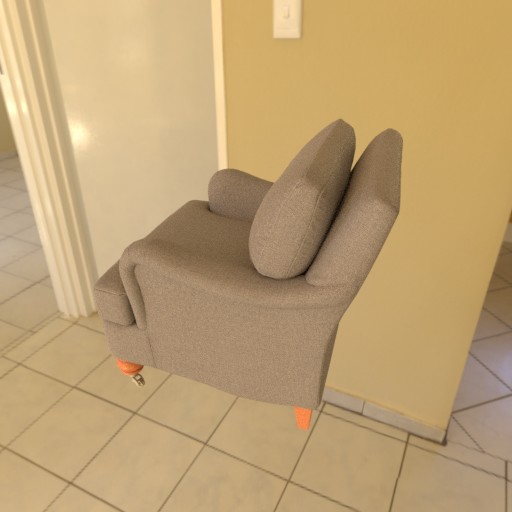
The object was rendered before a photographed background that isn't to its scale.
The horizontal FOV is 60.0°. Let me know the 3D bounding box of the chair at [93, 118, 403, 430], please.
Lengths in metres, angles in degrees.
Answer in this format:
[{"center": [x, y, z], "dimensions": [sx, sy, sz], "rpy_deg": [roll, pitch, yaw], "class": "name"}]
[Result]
[{"center": [0.000, 0.000, 1.905], "dimensions": [1.070, 1.038, 0.955], "rpy_deg": [8, 30, 15], "class": "chair"}]
